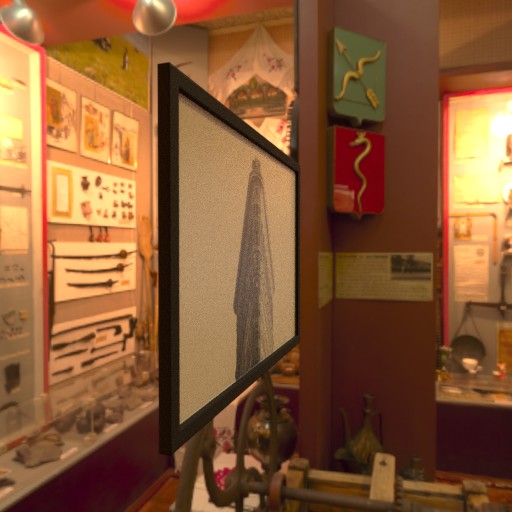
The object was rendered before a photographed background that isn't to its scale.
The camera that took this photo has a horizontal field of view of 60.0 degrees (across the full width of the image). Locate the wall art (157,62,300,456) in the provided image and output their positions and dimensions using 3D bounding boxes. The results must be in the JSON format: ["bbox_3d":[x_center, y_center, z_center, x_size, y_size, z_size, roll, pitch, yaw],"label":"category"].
[{"bbox_3d":[0.000,0.000,1.195,0.026,0.656,0.958,0,1,19],"label":"wall art"}]
